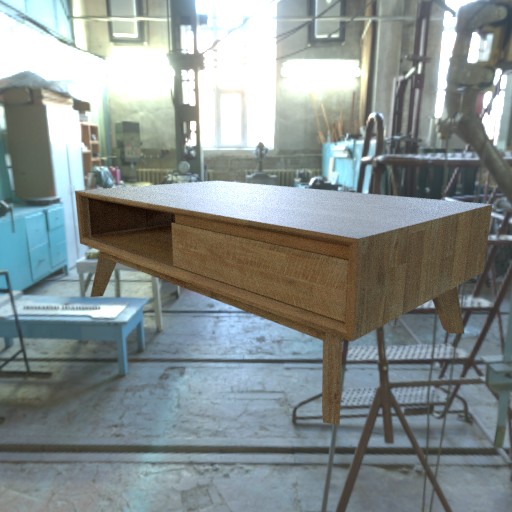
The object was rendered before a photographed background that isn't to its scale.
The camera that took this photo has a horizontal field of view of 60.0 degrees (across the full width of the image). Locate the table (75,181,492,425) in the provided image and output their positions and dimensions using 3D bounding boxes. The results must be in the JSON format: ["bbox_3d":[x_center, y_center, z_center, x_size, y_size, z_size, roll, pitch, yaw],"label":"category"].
[{"bbox_3d":[0.000,0.000,1.986,0.918,0.531,1.619,-13,19,-43],"label":"table"}]
